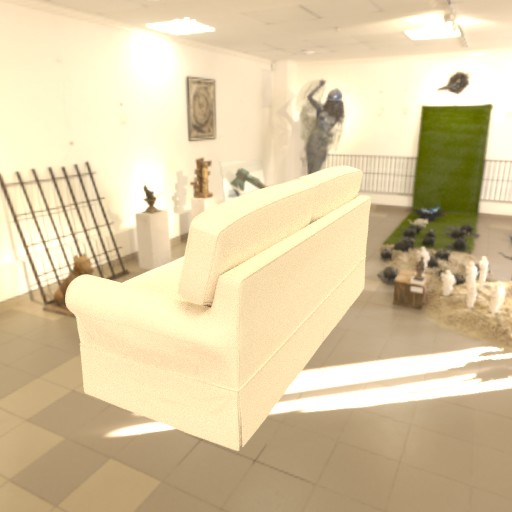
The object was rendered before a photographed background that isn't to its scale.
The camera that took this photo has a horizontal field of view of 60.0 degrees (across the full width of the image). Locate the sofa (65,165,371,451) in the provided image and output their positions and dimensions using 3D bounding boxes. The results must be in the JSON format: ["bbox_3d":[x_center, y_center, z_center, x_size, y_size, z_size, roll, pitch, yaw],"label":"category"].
[{"bbox_3d":[0.000,0.000,2.573,0.862,0.937,2.021,9,19,26],"label":"sofa"}]
